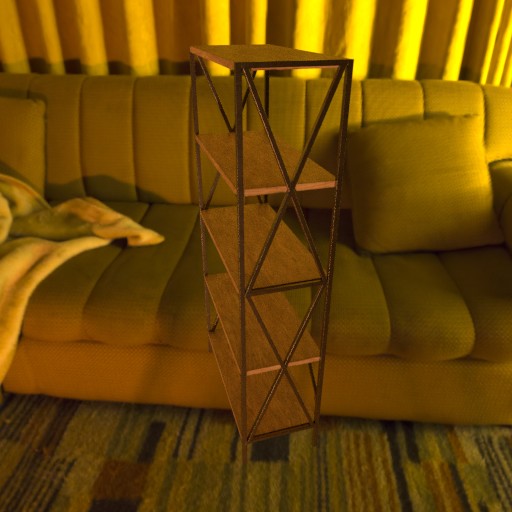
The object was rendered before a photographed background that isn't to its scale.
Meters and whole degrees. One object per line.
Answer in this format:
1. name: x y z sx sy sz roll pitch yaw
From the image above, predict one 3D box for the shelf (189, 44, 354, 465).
1. shelf: 0.000 0.000 2.145 0.386 1.803 0.874 -8 29 -14
